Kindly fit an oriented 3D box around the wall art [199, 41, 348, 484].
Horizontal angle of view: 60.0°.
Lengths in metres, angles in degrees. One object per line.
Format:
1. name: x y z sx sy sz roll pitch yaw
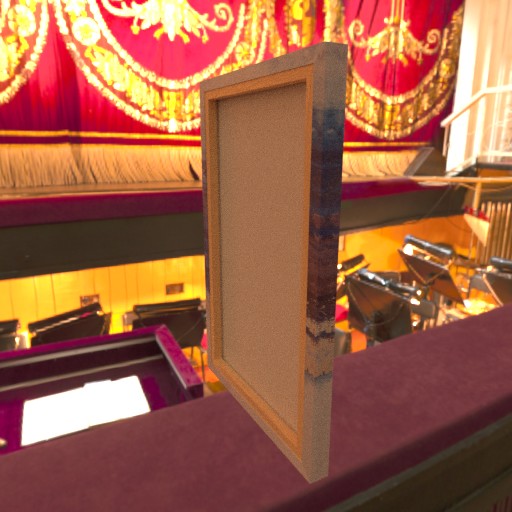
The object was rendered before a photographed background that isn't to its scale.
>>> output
1. wall art: 0.000 0.000 1.104 0.048 0.874 0.583 -8 16 -27
